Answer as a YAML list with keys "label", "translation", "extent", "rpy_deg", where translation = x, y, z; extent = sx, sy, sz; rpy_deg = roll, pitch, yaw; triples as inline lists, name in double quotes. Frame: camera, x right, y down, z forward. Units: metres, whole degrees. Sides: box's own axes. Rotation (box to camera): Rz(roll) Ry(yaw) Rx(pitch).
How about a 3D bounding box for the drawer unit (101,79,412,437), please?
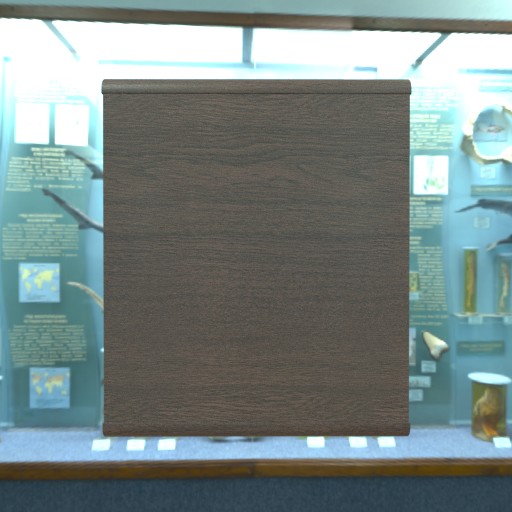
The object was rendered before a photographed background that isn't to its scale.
- label: "drawer unit"
  translation: [0.000, 0.000, 0.586]
  extent: [0.290, 0.344, 0.344]
  rpy_deg: [0, 1, 0]
